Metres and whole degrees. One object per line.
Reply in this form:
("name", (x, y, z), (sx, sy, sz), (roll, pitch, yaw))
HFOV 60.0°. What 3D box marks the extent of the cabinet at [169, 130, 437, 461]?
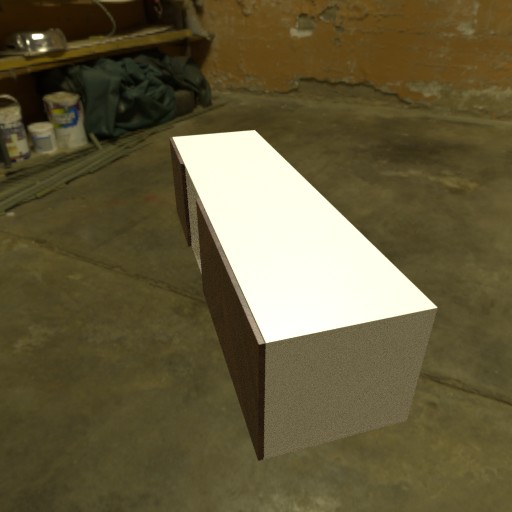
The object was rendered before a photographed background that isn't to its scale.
("cabinet", (0.000, 0.000, 1.720), (0.431, 0.533, 1.499), (-9, 33, -14))
